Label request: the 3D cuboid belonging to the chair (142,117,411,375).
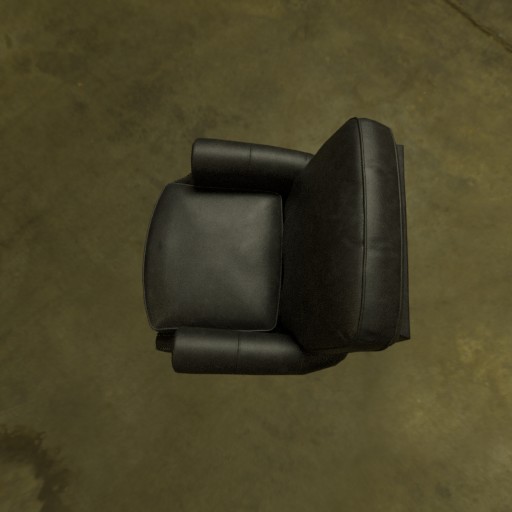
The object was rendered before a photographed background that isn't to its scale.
[{"bbox_3d":[0.000,0.000,1.775,0.986,1.018,0.936,3,75,1],"label":"chair"}]
